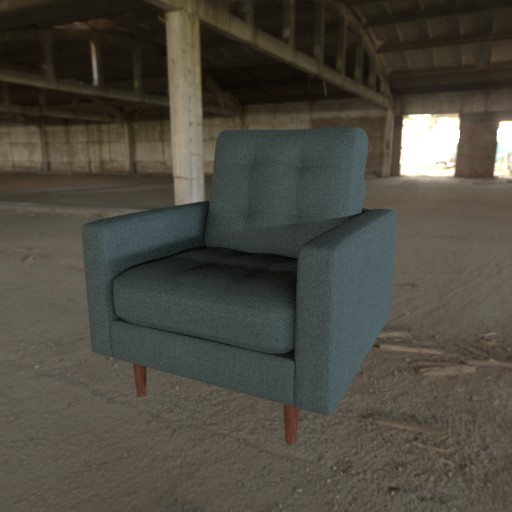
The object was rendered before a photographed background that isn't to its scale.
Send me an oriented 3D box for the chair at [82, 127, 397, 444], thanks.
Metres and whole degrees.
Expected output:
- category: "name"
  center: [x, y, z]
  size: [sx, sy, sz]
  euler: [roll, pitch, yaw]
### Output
- category: "chair"
  center: [0.000, 0.000, 1.547]
  size: [0.821, 0.880, 0.843]
  euler: [7, 15, 26]
